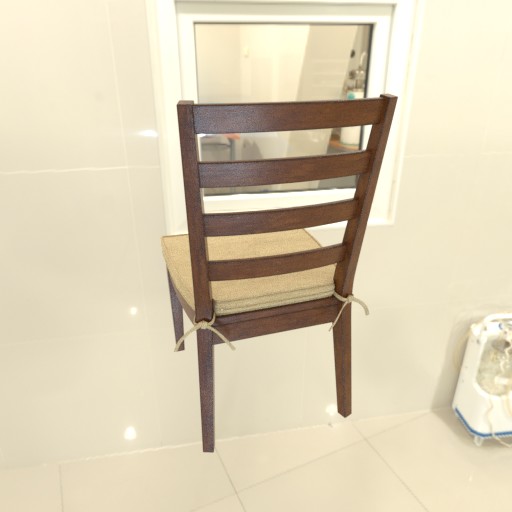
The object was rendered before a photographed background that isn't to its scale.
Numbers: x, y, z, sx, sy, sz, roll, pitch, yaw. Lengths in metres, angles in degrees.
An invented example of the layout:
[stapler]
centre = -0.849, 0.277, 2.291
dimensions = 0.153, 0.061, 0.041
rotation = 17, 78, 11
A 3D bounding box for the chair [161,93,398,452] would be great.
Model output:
[chair]
centre = 0.000, 0.000, 1.376
dimensions = 0.593, 0.979, 0.595
rotation = -8, 26, -16
